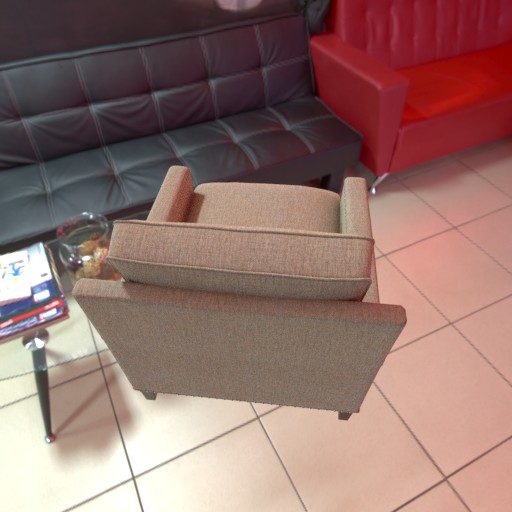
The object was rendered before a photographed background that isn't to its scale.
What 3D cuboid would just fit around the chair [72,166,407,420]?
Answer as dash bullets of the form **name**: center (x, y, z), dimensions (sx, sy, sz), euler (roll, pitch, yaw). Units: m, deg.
- **chair**: center (0.000, 0.000, 1.680), dimensions (0.853, 0.943, 1.014), euler (4, 46, 4)
